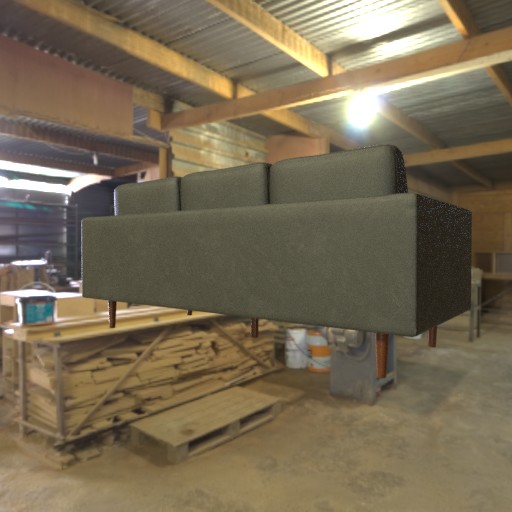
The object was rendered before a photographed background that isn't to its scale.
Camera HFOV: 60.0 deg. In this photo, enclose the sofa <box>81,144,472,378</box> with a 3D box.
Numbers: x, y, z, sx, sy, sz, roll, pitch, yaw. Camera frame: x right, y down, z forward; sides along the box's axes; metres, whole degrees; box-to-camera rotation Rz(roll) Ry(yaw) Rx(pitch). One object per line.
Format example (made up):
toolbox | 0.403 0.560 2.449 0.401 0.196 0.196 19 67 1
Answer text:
sofa | 0.000 0.000 2.448 2.029 0.899 0.879 1 1 37
